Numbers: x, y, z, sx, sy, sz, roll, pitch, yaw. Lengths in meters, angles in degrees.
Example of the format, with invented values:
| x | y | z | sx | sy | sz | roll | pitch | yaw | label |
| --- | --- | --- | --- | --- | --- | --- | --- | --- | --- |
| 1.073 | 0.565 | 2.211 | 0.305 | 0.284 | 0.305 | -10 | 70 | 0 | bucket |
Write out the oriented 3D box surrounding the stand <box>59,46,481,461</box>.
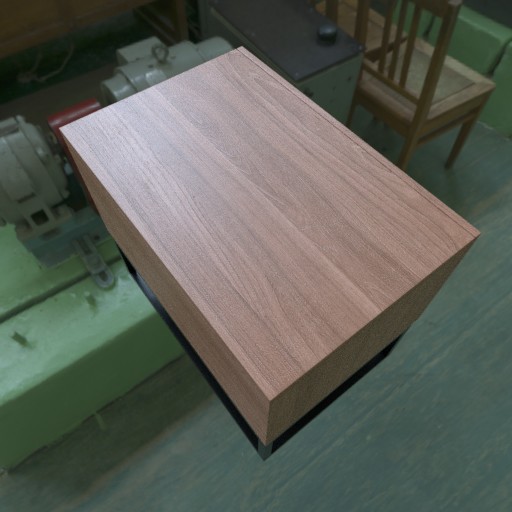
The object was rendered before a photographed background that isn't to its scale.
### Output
| x | y | z | sx | sy | sz | roll | pitch | yaw | label |
| --- | --- | --- | --- | --- | --- | --- | --- | --- | --- |
| 0.000 | 0.000 | 0.937 | 0.420 | 0.500 | 0.600 | -33 | 63 | -19 | stand |
